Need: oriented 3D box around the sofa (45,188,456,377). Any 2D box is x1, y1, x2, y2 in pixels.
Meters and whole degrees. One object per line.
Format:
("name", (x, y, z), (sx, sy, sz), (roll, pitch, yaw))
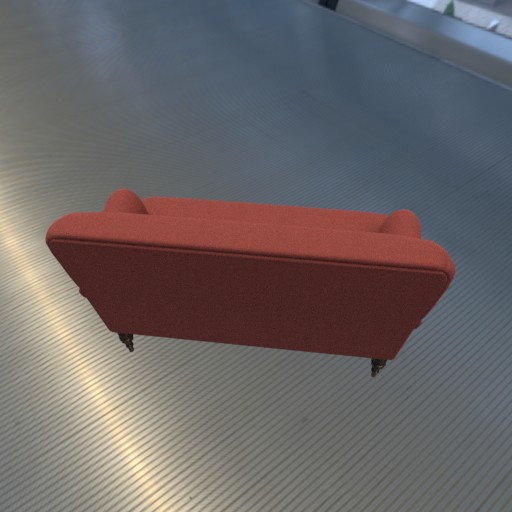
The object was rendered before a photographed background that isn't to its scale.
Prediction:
("sofa", (0.000, 0.000, 1.806), (1.297, 0.889, 0.779), (5, 47, 4))
